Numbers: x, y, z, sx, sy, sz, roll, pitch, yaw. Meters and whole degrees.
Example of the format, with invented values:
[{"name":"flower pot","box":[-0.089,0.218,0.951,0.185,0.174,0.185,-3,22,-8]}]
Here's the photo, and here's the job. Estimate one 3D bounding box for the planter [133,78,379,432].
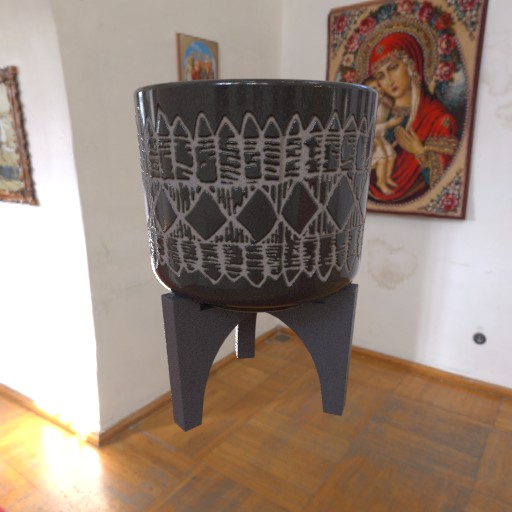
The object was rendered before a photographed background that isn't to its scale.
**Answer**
[{"name":"planter","box":[0.000,0.000,0.512,0.251,0.355,0.251,-2,15,-9]}]
